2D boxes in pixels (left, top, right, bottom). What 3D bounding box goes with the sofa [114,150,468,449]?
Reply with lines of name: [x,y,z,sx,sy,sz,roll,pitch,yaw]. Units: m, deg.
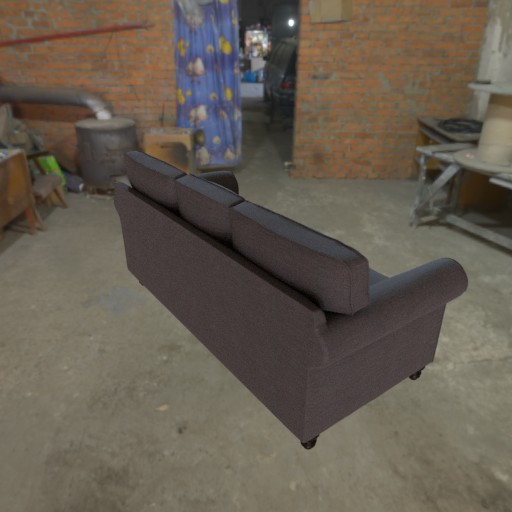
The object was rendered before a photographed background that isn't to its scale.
sofa: [0.000,0.000,2.575,0.909,0.966,2.084,-18,31,-32]
